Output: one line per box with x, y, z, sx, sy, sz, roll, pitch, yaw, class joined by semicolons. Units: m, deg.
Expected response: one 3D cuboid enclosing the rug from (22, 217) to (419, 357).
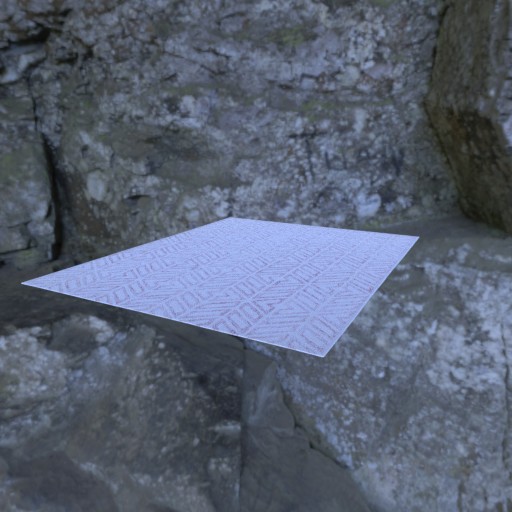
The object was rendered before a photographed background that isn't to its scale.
0.000;0.000;4.108;2.421;0.008;3.045;8;18;27;rug
